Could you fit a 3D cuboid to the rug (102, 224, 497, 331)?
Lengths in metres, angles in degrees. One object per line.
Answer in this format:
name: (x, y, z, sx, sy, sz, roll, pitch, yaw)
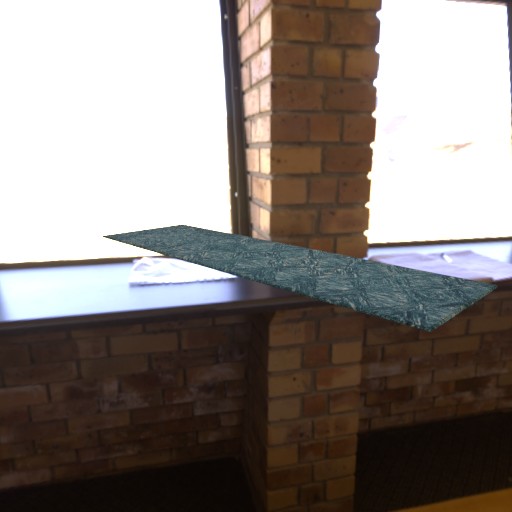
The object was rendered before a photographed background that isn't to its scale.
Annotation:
rug: (0.000, 0.000, 2.472, 2.286, 0.016, 0.676, 13, 19, 43)
